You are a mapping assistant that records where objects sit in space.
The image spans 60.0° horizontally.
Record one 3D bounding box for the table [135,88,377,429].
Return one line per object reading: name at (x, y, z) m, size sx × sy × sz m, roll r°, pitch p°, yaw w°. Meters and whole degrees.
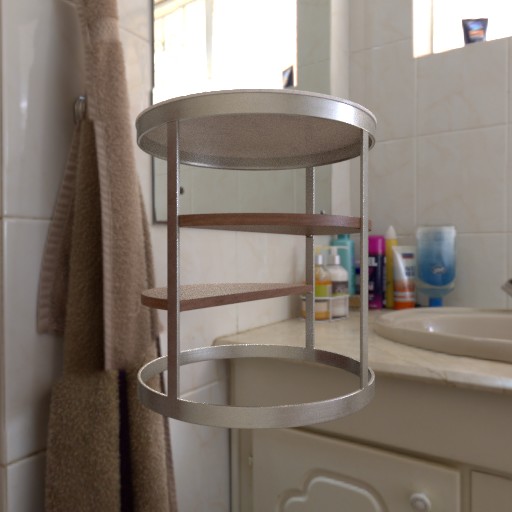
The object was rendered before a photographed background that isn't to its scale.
table at (0.000, 0.000, 0.776) m, size 0.407 × 0.447 × 0.407 m, roll 0°, pitch 0°, yaw 0°
